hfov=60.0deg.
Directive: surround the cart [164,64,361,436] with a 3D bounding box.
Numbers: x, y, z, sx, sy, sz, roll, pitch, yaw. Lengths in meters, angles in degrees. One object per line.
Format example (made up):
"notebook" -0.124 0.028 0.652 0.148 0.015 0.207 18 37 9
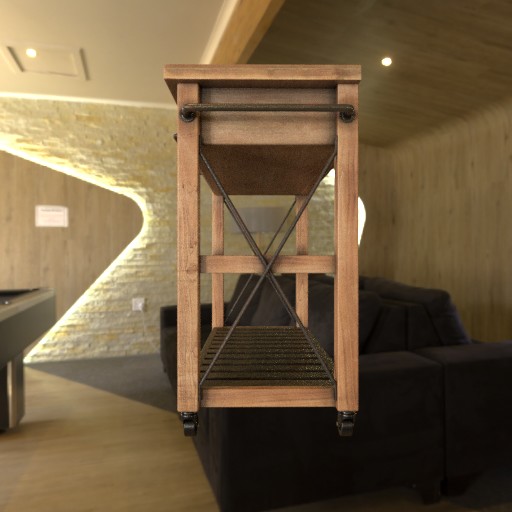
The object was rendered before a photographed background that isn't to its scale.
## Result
"cart" 0.000 0.000 0.962 0.298 0.554 0.686 0 0 -1
